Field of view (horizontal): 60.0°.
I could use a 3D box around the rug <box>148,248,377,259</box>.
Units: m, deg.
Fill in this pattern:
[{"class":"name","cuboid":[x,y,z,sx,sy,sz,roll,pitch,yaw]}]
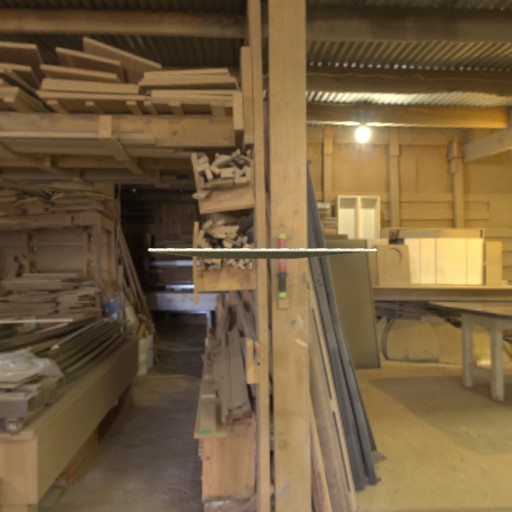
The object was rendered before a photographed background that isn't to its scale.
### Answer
[{"class":"rug","cuboid":[0.000,0.000,2.664,0.750,0.009,2.435,0,-1,-1]}]
